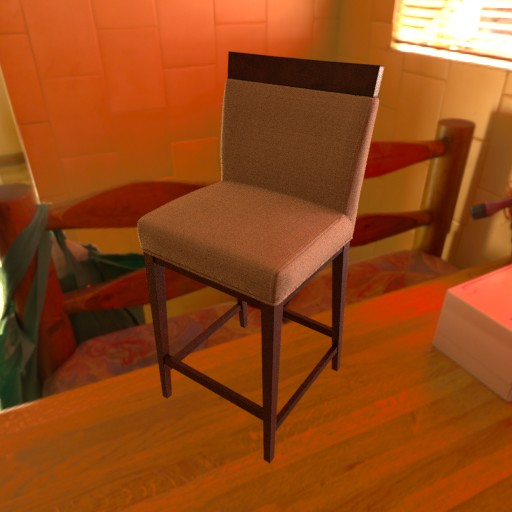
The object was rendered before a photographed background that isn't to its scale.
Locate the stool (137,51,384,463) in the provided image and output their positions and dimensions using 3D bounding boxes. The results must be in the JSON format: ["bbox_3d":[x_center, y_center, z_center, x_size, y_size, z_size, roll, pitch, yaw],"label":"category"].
[{"bbox_3d":[0.000,0.000,1.275,0.463,1.011,0.480,20,37,29],"label":"stool"}]
